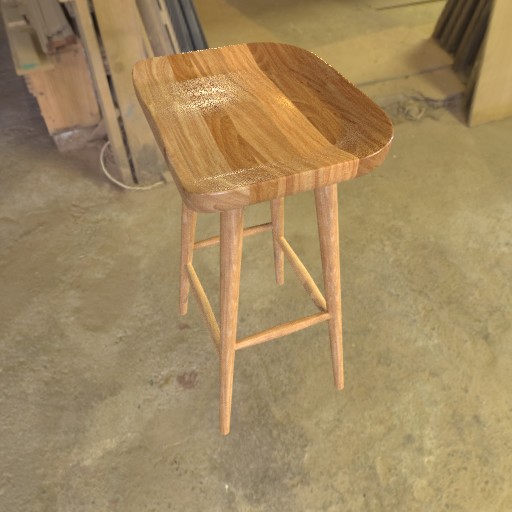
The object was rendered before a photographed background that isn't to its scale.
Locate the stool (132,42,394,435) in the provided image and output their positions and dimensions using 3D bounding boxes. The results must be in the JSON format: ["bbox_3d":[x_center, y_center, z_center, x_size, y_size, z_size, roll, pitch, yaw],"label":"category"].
[{"bbox_3d":[0.000,0.000,0.925,0.322,0.698,0.407,-16,48,-15],"label":"stool"}]
